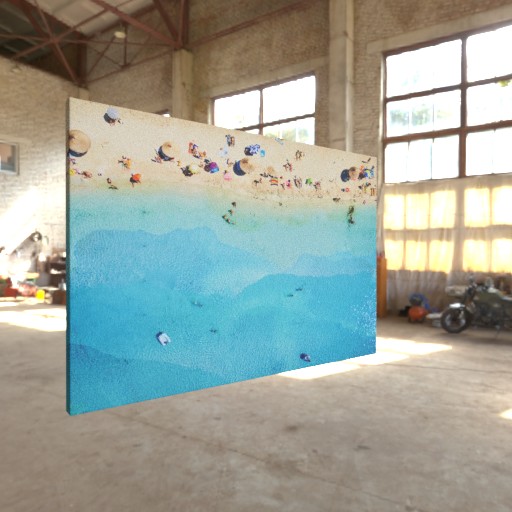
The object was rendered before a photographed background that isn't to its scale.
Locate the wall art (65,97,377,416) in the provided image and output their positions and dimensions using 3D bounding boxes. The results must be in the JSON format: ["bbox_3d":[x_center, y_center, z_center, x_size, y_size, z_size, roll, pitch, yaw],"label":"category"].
[{"bbox_3d":[0.000,0.000,1.415,1.136,0.769,0.040,0,0,-36],"label":"wall art"}]
